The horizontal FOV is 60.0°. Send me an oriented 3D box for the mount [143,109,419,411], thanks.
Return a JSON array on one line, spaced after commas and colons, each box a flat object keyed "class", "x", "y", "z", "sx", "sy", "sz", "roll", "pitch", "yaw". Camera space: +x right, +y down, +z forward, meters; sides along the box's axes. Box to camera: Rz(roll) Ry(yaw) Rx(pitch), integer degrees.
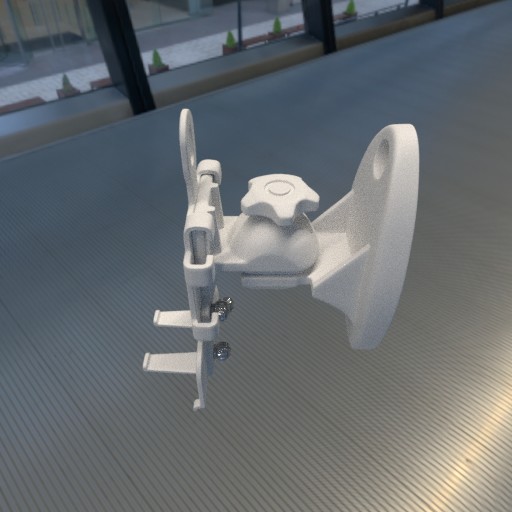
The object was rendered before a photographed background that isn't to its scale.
[{"class": "mount", "x": 0.000, "y": 0.000, "z": 0.175, "sx": 0.100, "sy": 0.118, "sz": 0.066, "roll": 0, "pitch": 41, "yaw": 0}]
